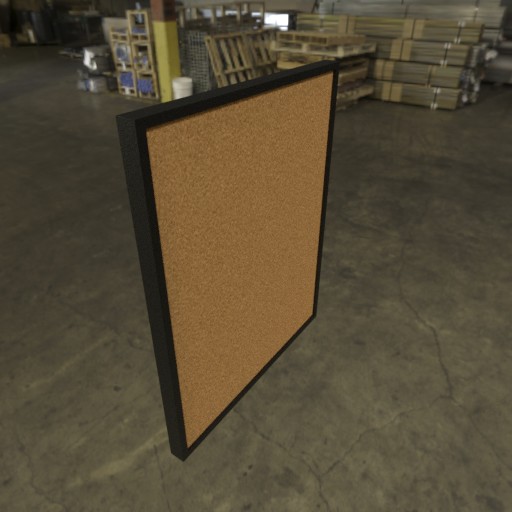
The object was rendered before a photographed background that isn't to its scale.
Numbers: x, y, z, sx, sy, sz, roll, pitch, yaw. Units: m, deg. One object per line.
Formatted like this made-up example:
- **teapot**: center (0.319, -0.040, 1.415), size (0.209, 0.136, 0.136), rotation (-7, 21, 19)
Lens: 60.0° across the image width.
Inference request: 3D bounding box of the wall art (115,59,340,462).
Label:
- **wall art**: center (0.000, 0.000, 0.750), size (0.029, 0.559, 0.457), rotation (20, 37, 29)
